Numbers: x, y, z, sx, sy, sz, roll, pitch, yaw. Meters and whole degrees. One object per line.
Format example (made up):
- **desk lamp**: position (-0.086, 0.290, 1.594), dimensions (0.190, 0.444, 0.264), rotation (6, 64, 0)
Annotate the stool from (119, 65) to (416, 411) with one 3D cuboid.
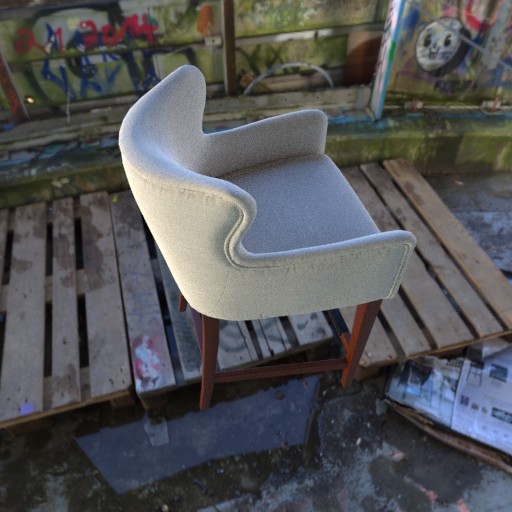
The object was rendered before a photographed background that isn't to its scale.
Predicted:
- **stool**: position (0.000, 0.000, 1.377), dimensions (0.637, 0.987, 0.615), rotation (-11, 48, -10)
